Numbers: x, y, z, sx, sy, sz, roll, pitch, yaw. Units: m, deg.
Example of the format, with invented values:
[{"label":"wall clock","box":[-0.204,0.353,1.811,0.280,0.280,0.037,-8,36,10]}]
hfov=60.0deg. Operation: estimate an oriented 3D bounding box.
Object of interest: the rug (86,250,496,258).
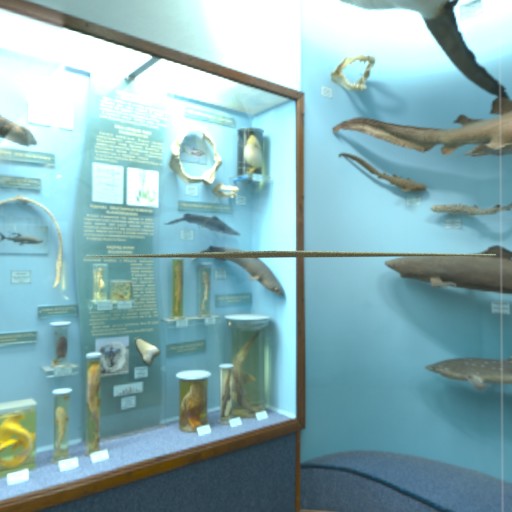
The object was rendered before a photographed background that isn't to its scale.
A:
[{"label":"rug","box":[0.000,0.000,2.159,1.143,0.006,1.747,0,-1,-36]}]
